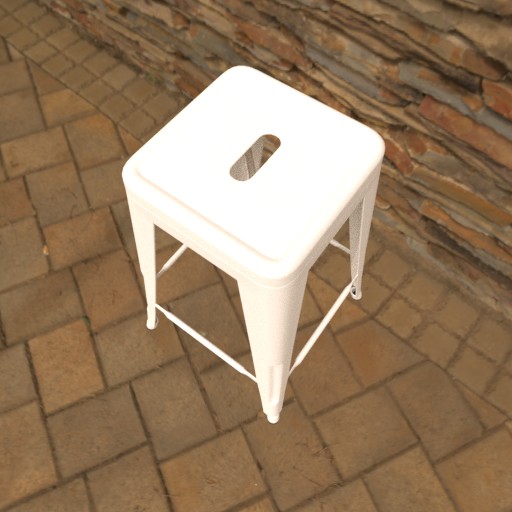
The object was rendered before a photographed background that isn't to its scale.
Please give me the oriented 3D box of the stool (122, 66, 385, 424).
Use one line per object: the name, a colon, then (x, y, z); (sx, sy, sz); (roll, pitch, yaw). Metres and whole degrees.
stool: (0.000, 0.000, 0.876); (0.406, 0.610, 0.406); (33, 67, 16)
